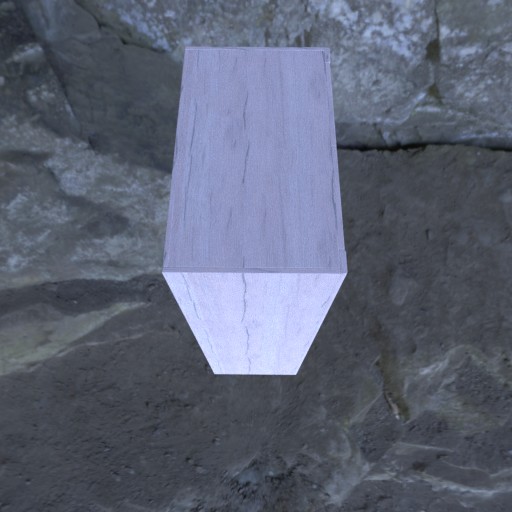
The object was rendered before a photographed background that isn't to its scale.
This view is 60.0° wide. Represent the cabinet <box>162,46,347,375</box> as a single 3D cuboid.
[{"bbox_3d":[0.000,0.000,2.461,0.580,1.930,0.980,0,66,0],"label":"cabinet"}]
